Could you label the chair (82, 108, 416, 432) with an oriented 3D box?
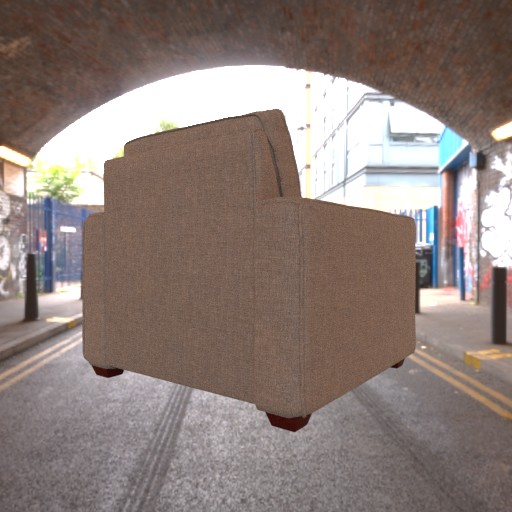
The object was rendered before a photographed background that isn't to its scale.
[{"bbox_3d":[0.000,0.000,1.770,1.016,0.914,0.940,1,1,37],"label":"chair"}]
